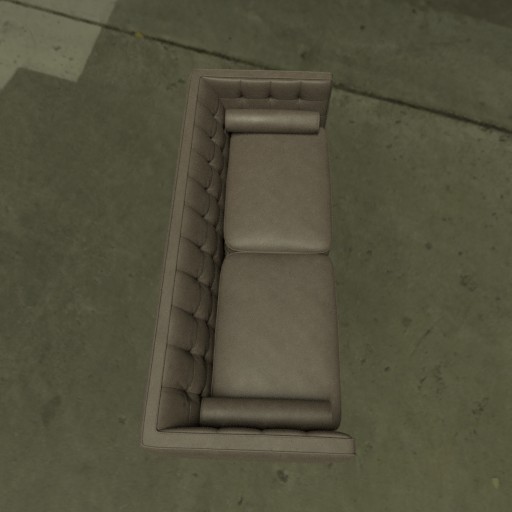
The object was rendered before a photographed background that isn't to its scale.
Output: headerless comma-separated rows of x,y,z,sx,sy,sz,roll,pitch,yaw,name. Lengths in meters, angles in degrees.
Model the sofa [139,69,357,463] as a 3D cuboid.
0.000,0.000,2.481,0.867,0.789,2.087,2,64,1,sofa
